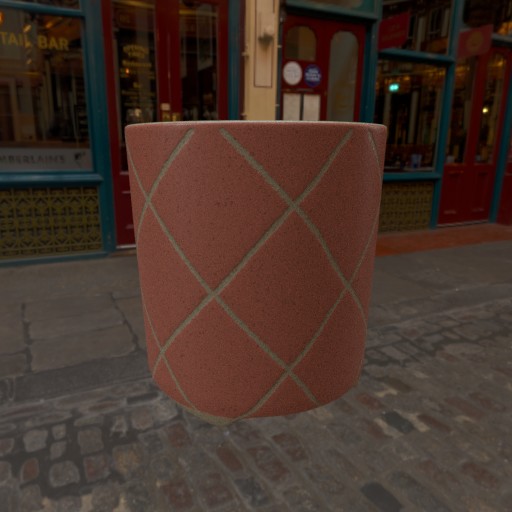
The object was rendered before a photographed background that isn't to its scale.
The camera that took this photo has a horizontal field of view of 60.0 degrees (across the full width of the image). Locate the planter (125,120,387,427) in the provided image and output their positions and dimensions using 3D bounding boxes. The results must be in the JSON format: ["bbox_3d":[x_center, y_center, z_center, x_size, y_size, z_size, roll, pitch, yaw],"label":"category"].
[{"bbox_3d":[0.000,0.000,0.358,0.191,0.200,0.191,0,14,0],"label":"planter"}]
